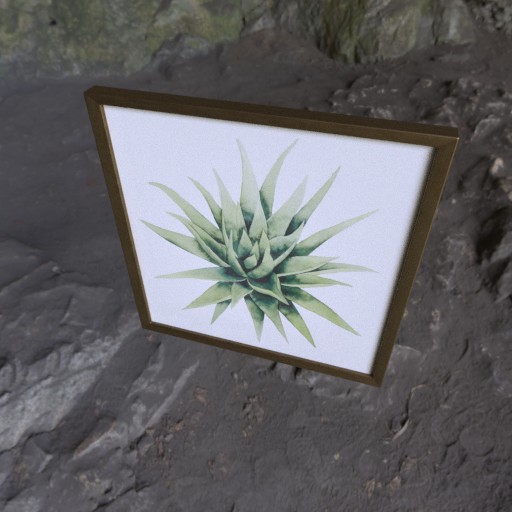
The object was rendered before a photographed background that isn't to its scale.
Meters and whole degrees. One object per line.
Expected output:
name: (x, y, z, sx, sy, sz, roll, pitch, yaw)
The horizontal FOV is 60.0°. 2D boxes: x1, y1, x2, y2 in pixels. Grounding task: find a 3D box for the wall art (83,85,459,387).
wall art: (0.000, 0.000, 0.744, 0.503, 0.506, 0.030, 11, 41, 13)
